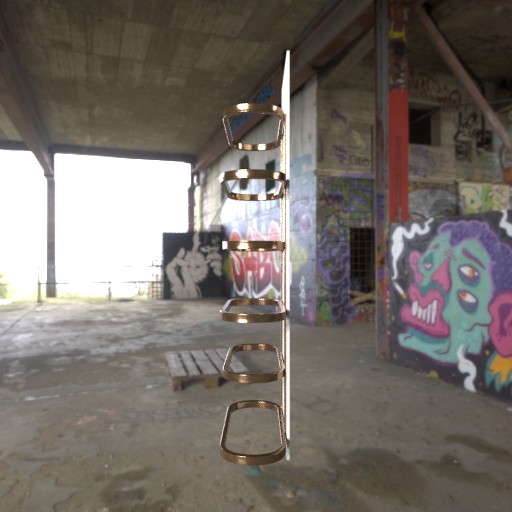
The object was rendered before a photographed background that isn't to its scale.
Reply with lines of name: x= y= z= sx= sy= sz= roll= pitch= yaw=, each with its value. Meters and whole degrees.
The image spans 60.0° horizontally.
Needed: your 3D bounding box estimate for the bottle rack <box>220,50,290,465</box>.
bottle rack: x=0.000 y=0.000 z=0.855 sx=0.118 sy=0.709 sz=0.332 roll=0 pitch=0 yaw=1
